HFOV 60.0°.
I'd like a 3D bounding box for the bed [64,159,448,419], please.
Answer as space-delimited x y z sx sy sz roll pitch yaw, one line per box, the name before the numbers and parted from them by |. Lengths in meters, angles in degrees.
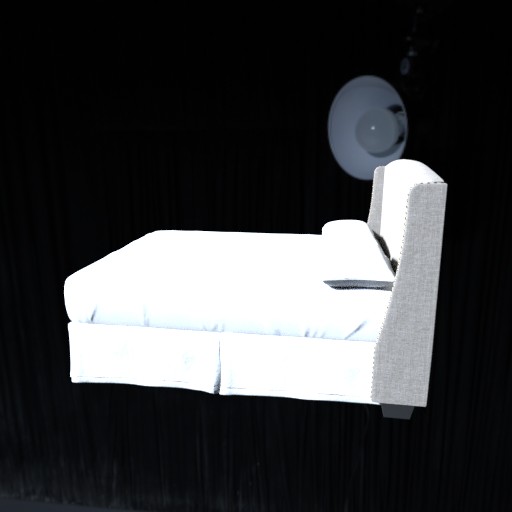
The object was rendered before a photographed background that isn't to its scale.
bed | 0.000 0.000 3.294 2.237 1.407 1.710 2 14 8
